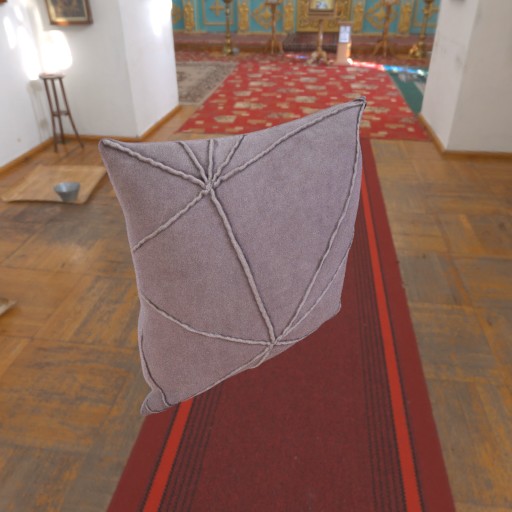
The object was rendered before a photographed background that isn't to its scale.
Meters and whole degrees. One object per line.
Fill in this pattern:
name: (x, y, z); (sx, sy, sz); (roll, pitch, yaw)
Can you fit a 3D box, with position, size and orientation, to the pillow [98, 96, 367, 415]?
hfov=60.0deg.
pillow: (0.000, 0.000, 0.692); (0.439, 0.440, 0.185); (-21, 37, -31)
